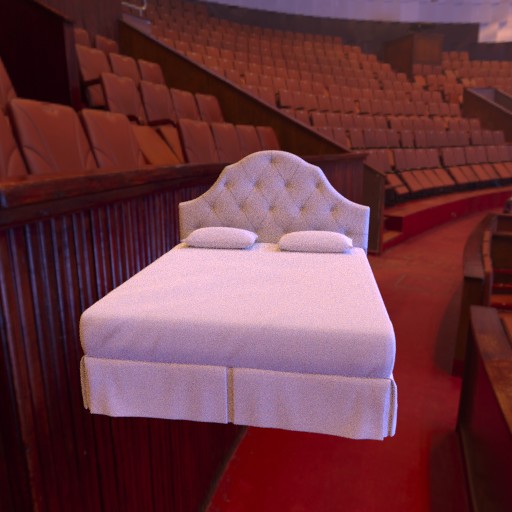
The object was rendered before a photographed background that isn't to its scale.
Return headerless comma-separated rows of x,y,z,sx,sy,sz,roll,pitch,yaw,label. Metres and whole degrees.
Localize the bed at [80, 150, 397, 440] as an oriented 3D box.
0.000,0.000,3.565,2.008,1.615,2.214,2,14,8,bed
